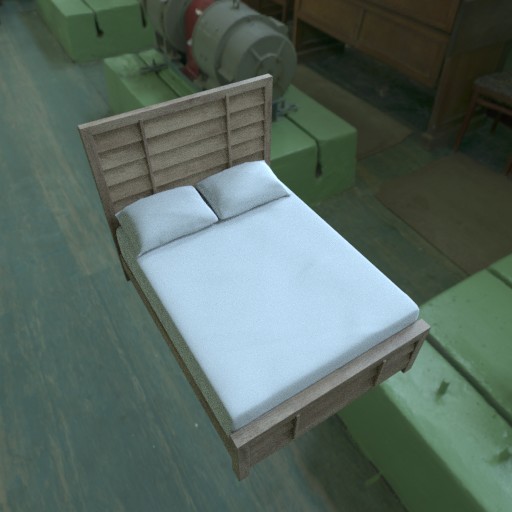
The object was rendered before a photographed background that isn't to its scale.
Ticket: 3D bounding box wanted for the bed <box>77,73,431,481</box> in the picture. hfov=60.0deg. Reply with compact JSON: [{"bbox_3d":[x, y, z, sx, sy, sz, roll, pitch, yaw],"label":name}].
[{"bbox_3d":[0.000,0.000,3.375,1.626,1.626,2.197,-24,50,-22],"label":"bed"}]
